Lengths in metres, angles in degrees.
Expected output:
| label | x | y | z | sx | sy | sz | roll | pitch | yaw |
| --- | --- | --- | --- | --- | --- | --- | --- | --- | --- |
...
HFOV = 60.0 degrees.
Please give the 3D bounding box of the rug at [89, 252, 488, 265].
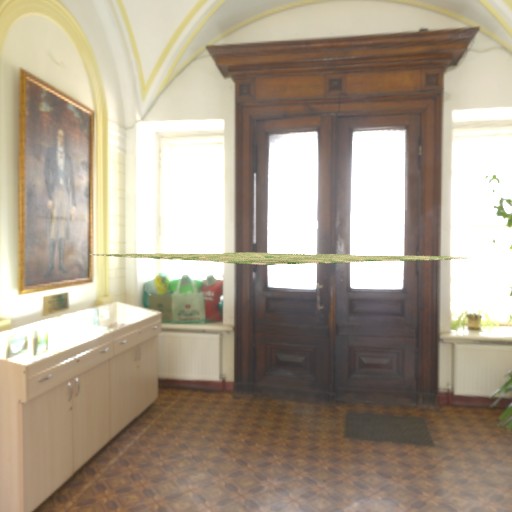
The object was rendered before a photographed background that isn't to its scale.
| label | x | y | z | sx | sy | sz | roll | pitch | yaw |
| --- | --- | --- | --- | --- | --- | --- | --- | --- | --- |
| rug | 0.000 | 0.000 | 2.348 | 1.220 | 0.006 | 1.826 | -1 | 2 | -36 |
